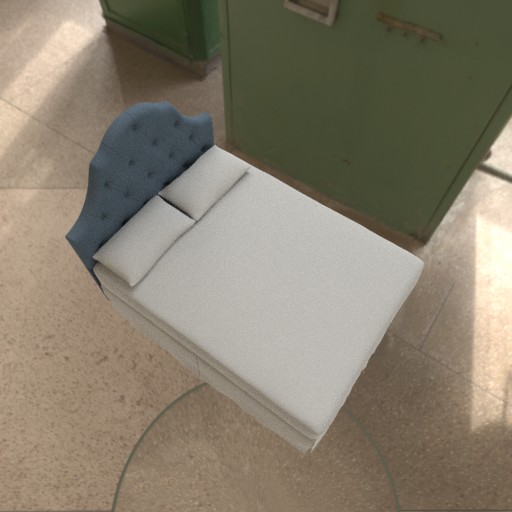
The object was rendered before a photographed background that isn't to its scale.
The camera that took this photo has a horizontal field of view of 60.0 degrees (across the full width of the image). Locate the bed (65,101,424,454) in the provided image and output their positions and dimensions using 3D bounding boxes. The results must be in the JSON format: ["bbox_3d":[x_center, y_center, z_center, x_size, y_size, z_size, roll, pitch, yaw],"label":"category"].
[{"bbox_3d":[0.000,0.000,3.250,2.155,1.575,1.636,32,65,17],"label":"bed"}]
